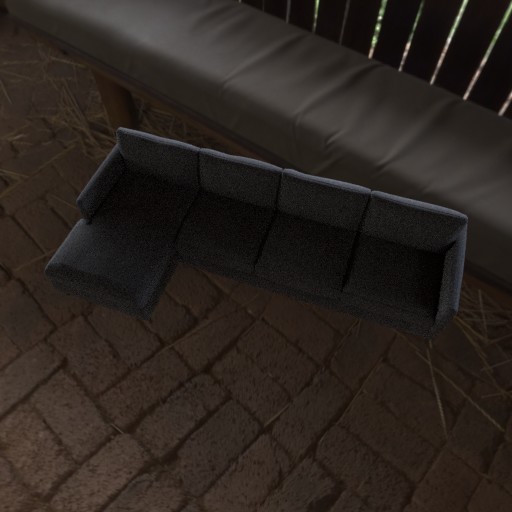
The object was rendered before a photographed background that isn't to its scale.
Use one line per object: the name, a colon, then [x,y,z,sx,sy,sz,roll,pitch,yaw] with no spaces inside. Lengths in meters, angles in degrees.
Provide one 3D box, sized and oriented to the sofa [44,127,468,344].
sofa: [0.000,0.000,3.375,2.932,0.810,1.350,16,59,10]
